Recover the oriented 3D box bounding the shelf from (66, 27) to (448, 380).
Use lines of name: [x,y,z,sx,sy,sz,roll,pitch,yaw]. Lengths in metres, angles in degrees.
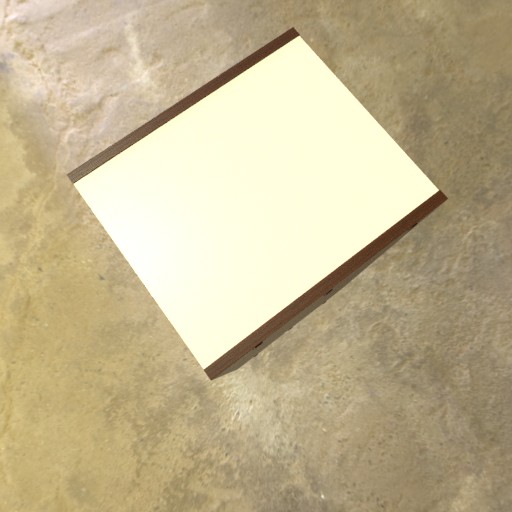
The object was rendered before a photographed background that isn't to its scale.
shelf: [0.000,0.000,0.735,0.290,0.600,0.253,-36,79,-8]
